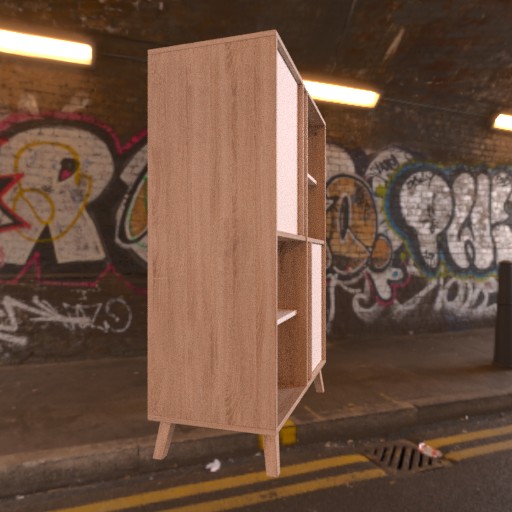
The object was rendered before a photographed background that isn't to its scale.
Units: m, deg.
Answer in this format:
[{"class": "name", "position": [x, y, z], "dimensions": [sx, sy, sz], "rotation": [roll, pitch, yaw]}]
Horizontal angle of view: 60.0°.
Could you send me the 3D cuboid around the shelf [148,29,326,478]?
[{"class": "shelf", "position": [0.000, 0.000, 1.903], "dimensions": [0.450, 1.390, 1.000], "rotation": [0, 0, 18]}]
